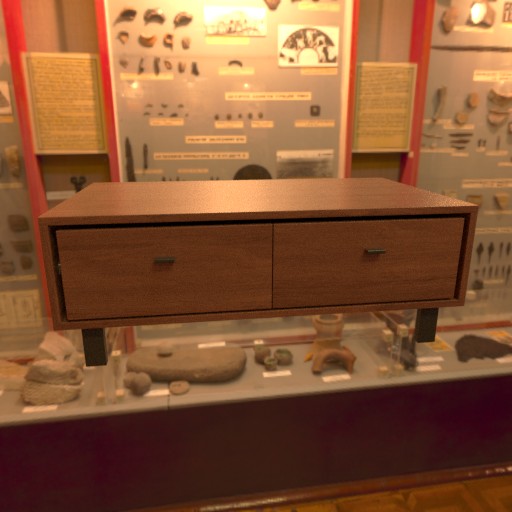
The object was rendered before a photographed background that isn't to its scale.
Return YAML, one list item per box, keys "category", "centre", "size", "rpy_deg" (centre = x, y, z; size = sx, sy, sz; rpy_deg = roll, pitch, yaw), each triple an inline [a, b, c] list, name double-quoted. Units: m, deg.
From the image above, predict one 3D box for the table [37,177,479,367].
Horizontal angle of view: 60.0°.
- category: "table"
  centre: [0.000, 0.000, 1.332]
  size: [1.020, 0.380, 0.600]
  rpy_deg: [-2, 17, -8]
